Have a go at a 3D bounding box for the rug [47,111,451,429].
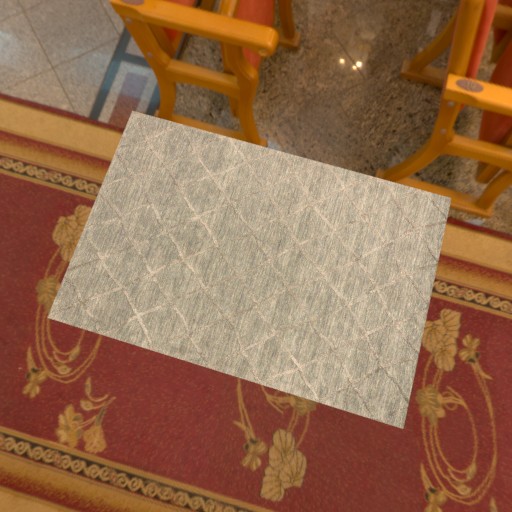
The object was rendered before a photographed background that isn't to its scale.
[{"bbox_3d":[0.000,0.000,2.884,2.283,0.006,1.521,16,77,4],"label":"rug"}]
